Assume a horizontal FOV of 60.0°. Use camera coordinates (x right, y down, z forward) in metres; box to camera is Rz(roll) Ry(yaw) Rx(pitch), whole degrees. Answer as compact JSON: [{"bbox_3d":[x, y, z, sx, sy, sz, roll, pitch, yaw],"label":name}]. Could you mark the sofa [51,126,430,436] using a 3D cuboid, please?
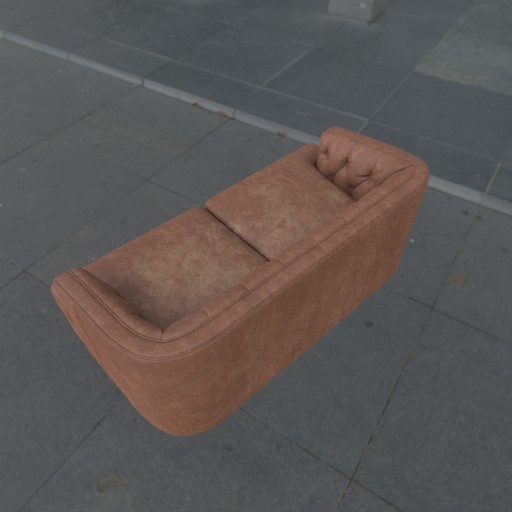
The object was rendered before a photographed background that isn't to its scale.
[{"bbox_3d":[0.000,0.000,2.240,1.755,0.786,0.914,-34,56,-27],"label":"sofa"}]
